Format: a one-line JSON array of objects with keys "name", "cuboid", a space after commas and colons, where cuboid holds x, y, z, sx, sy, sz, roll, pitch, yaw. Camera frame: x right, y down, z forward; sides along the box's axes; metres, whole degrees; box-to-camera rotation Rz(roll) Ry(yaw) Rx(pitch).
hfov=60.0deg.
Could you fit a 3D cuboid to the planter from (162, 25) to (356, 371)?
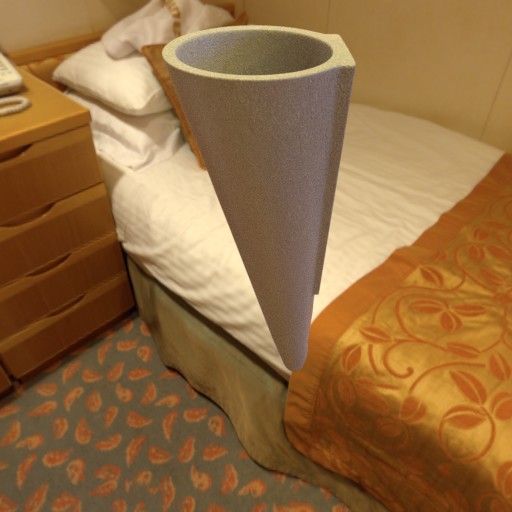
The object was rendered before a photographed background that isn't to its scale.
[{"name": "planter", "cuboid": [0.000, 0.000, 0.216, 0.064, 0.191, 0.057, -1, 42, -1]}]
